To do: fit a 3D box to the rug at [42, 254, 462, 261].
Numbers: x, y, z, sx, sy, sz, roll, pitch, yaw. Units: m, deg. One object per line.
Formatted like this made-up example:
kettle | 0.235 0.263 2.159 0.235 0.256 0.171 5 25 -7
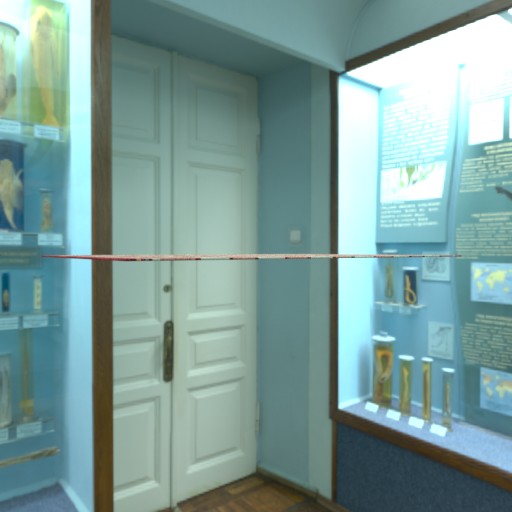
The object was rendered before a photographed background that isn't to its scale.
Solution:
rug | 0.000 0.000 2.299 1.817 0.008 1.223 0 1 -36
